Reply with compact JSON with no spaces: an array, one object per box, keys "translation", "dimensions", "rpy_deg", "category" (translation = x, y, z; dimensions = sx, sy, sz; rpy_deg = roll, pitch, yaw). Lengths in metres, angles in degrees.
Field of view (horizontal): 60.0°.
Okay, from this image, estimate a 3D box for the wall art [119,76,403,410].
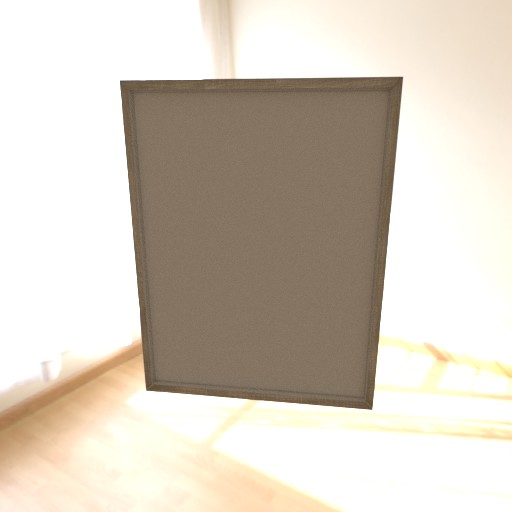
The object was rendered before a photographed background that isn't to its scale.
[{"translation":[0.000,0.000,1.372],"dimensions":[0.781,1.022,0.035],"rpy_deg":[2,17,7],"category":"wall art"}]
